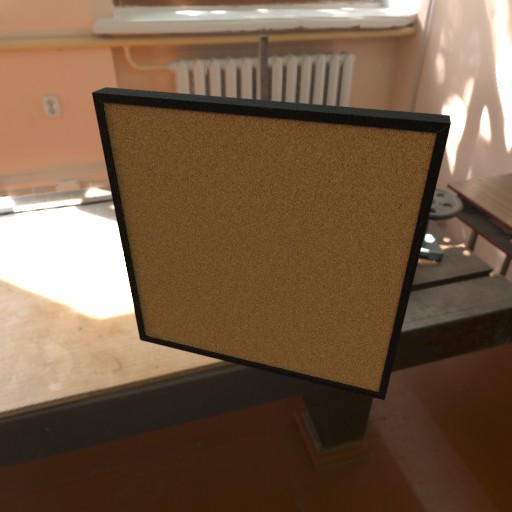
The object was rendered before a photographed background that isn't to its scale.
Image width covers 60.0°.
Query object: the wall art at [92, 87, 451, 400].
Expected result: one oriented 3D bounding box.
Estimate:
[{"bbox_3d":[0.000,0.000,0.751,0.506,0.506,0.036,10,34,15],"label":"wall art"}]
